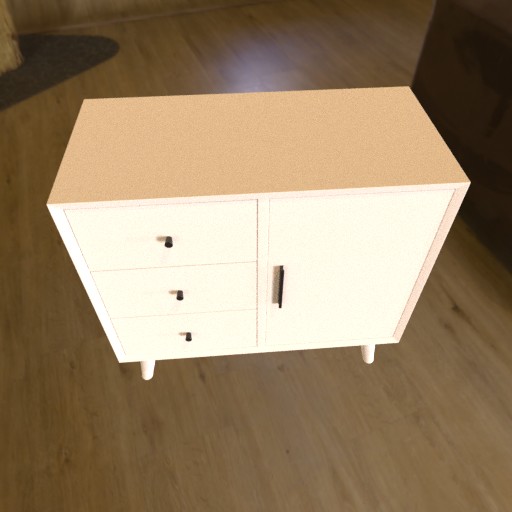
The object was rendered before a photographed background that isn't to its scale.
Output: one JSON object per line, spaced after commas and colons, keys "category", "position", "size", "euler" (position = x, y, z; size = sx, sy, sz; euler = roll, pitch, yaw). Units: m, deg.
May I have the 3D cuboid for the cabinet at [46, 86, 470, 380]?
{"category": "cabinet", "position": [0.000, 0.000, 1.239], "size": [0.800, 0.761, 0.398], "euler": [-3, 48, -3]}
